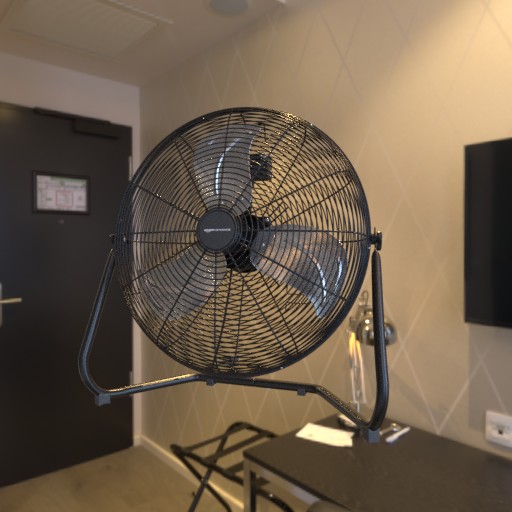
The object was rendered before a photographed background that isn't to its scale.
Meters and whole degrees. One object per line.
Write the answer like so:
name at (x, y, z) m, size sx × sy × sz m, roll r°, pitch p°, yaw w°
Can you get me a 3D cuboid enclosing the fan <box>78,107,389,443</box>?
fan at (0.000, 0.000, 1.004) m, size 0.595 × 0.605 × 0.470 m, roll 0°, pitch 1°, yaw 19°
